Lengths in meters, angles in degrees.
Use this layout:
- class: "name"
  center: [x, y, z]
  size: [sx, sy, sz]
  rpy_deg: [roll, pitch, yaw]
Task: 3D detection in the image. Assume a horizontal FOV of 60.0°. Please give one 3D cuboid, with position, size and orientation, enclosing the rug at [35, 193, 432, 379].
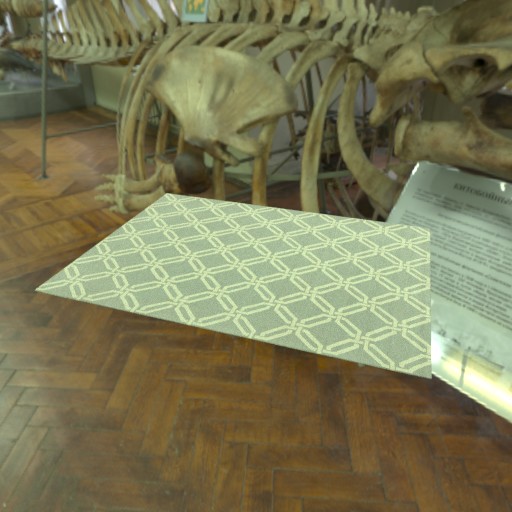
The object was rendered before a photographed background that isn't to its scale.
- class: "rug"
  center: [0.000, 0.000, 4.496]
  size: [3.353, 0.013, 2.438]
  rpy_deg: [9, 31, 16]
